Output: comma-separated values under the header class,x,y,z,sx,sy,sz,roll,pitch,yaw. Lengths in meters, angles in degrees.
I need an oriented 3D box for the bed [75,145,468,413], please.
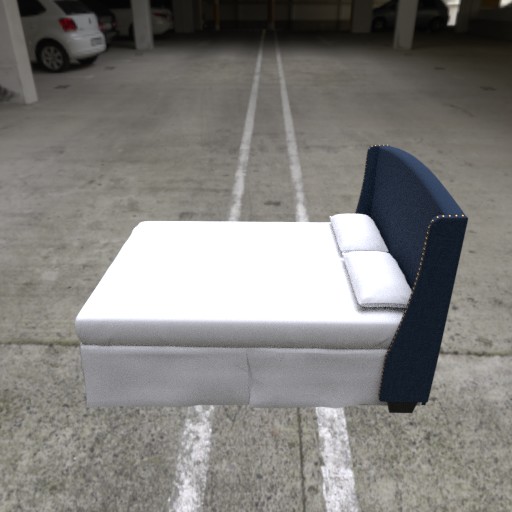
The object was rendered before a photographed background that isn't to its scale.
class,x,y,z,sx,sy,sz,roll,pitch,yaw
bed,0.000,0.000,3.203,2.223,1.402,1.604,1,27,1
